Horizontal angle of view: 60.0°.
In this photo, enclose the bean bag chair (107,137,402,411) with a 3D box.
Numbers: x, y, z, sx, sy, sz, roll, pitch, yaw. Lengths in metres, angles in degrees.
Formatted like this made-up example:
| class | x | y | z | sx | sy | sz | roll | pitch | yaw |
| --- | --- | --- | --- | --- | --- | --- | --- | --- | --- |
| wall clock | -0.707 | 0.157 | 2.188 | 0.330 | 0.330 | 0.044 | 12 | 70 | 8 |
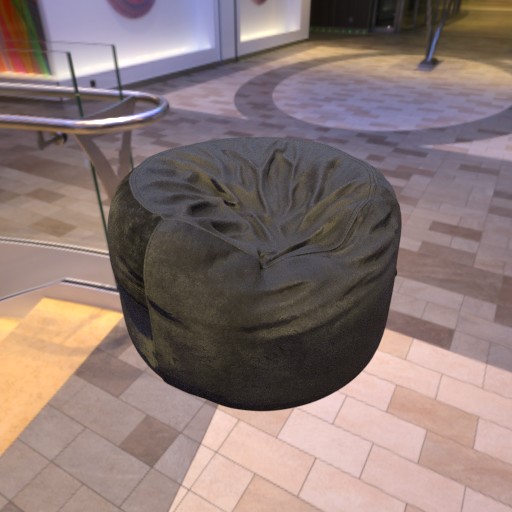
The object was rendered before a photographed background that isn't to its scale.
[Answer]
| class | x | y | z | sx | sy | sz | roll | pitch | yaw |
| --- | --- | --- | --- | --- | --- | --- | --- | --- | --- |
| bean bag chair | 0.000 | 0.000 | 1.489 | 0.918 | 0.605 | 0.918 | 0 | 32 | 0 |
